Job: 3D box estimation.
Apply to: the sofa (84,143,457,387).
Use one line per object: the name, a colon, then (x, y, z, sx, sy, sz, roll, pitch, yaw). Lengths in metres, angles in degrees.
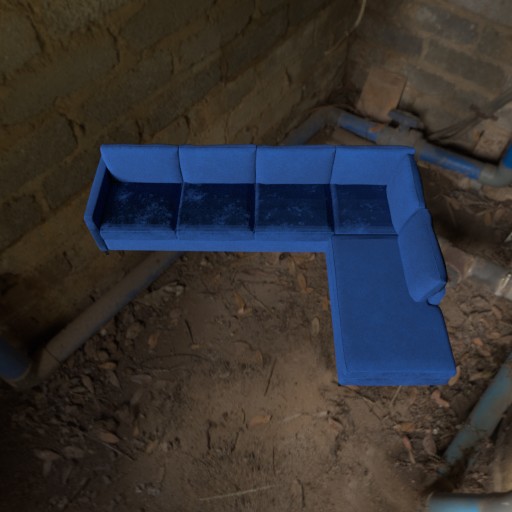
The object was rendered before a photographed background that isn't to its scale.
sofa: (0.000, 0.000, 3.150, 2.486, 0.687, 1.707, 1, 57, 0)
